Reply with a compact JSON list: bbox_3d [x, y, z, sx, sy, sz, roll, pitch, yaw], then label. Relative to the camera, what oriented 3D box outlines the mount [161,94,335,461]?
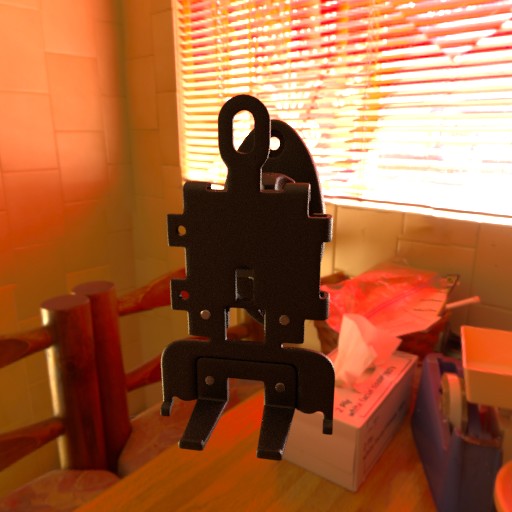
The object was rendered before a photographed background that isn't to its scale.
[{"bbox_3d":[0.000,0.000,0.177,0.066,0.118,0.100,3,15,10],"label":"mount"}]
